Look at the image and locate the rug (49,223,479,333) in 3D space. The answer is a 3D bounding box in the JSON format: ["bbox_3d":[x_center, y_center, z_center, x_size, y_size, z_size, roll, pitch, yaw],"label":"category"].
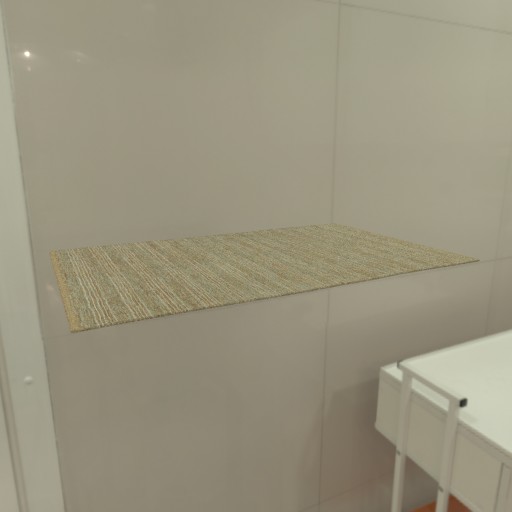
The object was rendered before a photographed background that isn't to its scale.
[{"bbox_3d":[0.000,0.000,2.965,2.448,0.012,1.540,-7,16,-26],"label":"rug"}]
